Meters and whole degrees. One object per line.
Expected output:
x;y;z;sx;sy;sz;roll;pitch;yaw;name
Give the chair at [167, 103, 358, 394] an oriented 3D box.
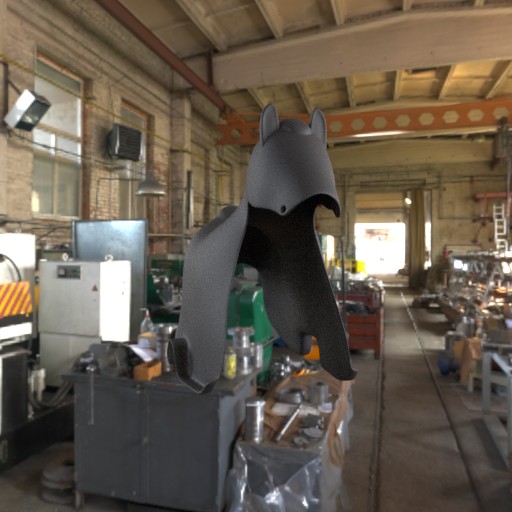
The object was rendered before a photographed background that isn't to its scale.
0.000;0.000;1.158;0.429;0.612;0.800;0;0;-17;chair
